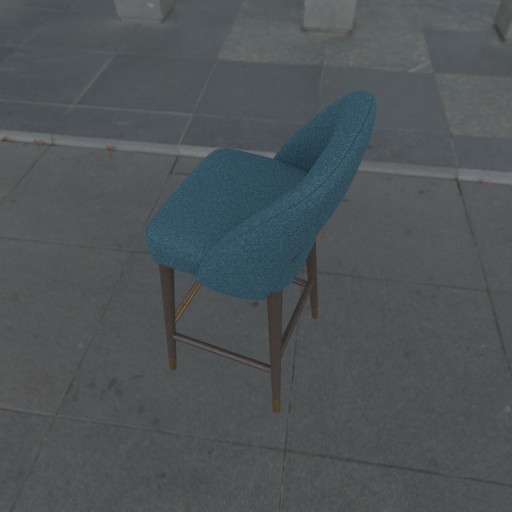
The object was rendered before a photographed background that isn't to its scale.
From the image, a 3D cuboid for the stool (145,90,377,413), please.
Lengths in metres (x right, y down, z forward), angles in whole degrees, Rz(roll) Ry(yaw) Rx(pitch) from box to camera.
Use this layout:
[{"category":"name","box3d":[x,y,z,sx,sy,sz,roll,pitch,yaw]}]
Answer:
[{"category":"stool","box3d":[0.000,0.000,1.371,0.522,1.032,0.536,18,50,16]}]
